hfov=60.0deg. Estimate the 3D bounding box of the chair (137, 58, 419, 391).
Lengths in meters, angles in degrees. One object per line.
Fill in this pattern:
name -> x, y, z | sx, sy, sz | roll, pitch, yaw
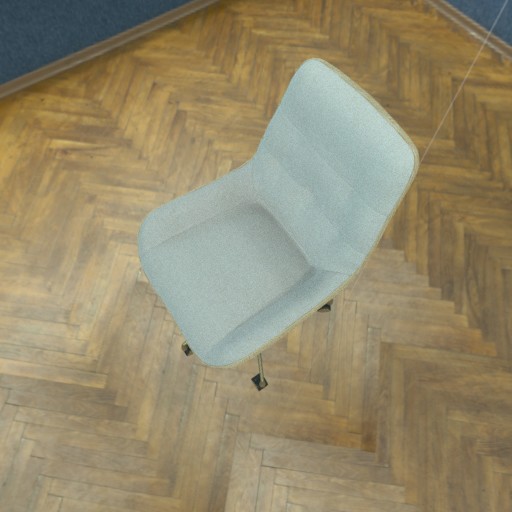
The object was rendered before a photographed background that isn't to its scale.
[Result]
chair -> 0.000, 0.000, 1.359 | 0.668, 0.952, 0.564 | -32, 68, -14
